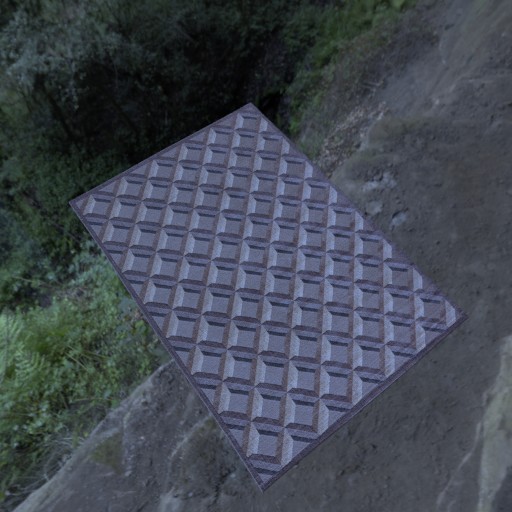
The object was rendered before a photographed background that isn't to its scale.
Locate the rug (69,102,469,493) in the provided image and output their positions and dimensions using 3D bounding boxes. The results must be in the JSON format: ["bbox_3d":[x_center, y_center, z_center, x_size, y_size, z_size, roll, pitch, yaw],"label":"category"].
[{"bbox_3d":[0.000,0.000,2.923,1.600,0.013,2.260,-34,68,-16],"label":"rug"}]
